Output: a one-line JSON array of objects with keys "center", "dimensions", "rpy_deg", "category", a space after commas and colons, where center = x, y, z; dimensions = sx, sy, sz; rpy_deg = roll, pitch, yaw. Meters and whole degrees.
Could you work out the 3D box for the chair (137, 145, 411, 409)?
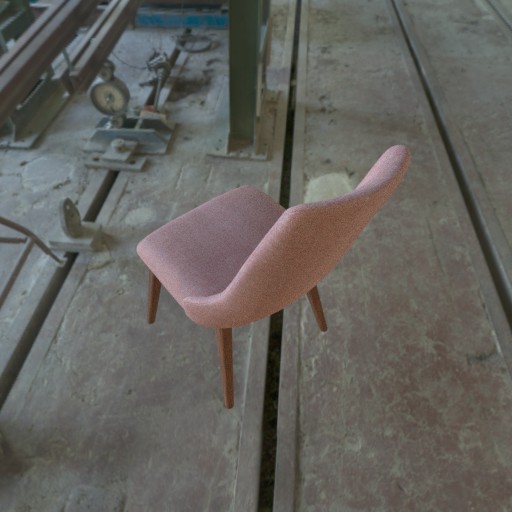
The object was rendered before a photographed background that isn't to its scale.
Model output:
[{"center": [0.000, 0.000, 1.323], "dimensions": [0.535, 0.918, 0.707], "rpy_deg": [-32, 54, -26], "category": "chair"}]
